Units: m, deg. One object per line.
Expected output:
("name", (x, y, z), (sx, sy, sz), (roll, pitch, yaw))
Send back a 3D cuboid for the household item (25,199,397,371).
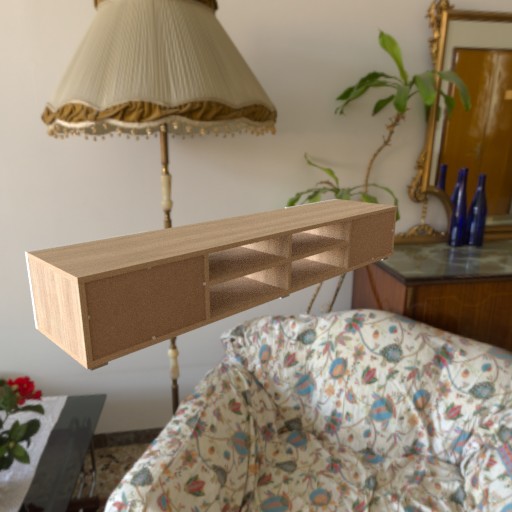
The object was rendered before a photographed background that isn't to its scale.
("household item", (0.000, 0.000, 2.068), (0.420, 0.310, 1.850), (15, 21, 43))
